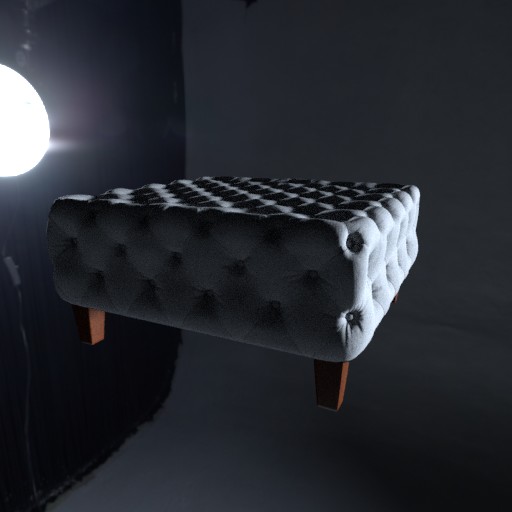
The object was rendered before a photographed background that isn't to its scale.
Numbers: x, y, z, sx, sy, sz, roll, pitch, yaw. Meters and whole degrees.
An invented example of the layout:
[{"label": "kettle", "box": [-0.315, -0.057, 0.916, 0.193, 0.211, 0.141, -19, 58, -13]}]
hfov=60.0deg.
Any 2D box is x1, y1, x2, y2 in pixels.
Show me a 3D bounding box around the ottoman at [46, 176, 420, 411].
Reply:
[{"label": "ottoman", "box": [0.000, 0.000, 1.196, 0.758, 0.365, 0.764, 7, 17, 25]}]
